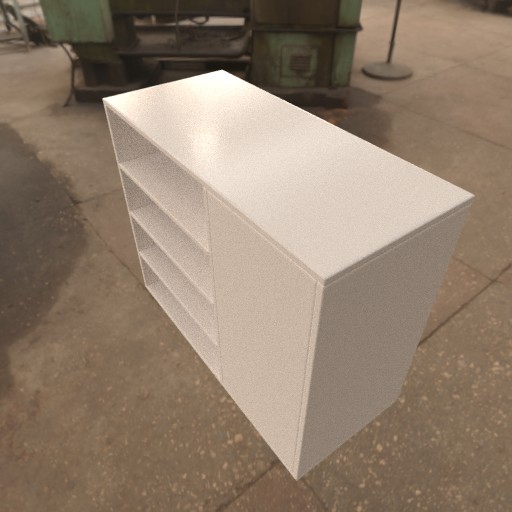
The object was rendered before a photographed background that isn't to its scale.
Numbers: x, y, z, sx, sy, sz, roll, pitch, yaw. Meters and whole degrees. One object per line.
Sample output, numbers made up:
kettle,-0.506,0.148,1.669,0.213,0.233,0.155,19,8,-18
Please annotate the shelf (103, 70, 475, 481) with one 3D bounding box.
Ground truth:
shelf,0.000,0.000,1.280,0.396,0.732,0.895,-26,47,-27
